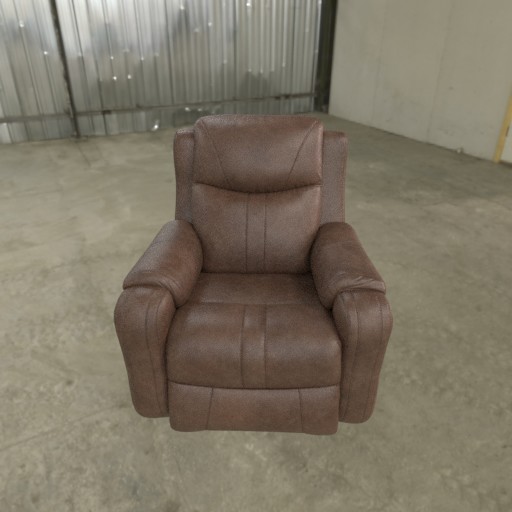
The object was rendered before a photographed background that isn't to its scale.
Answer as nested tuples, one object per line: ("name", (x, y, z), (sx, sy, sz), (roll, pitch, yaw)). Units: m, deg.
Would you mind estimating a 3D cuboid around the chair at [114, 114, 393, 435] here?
("chair", (0.000, 0.000, 1.854), (0.940, 0.990, 1.067), (1, 29, 2))
